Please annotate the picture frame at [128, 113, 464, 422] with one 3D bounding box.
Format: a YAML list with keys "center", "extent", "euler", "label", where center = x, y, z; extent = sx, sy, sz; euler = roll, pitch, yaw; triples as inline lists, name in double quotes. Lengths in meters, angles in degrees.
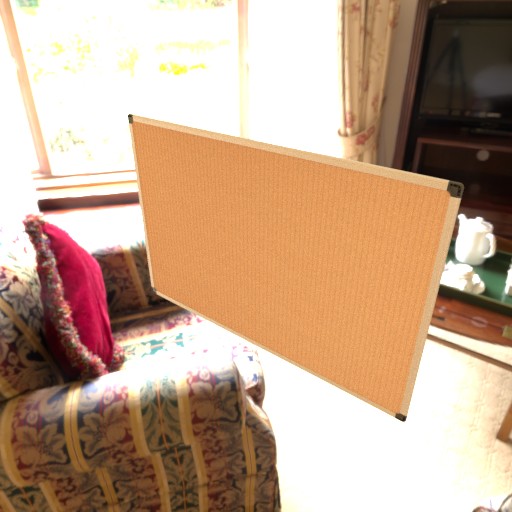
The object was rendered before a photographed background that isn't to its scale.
- center: [0.000, 0.000, 1.144]
  extent: [0.900, 0.600, 0.010]
  euler: [21, 36, 32]
  label: "picture frame"
